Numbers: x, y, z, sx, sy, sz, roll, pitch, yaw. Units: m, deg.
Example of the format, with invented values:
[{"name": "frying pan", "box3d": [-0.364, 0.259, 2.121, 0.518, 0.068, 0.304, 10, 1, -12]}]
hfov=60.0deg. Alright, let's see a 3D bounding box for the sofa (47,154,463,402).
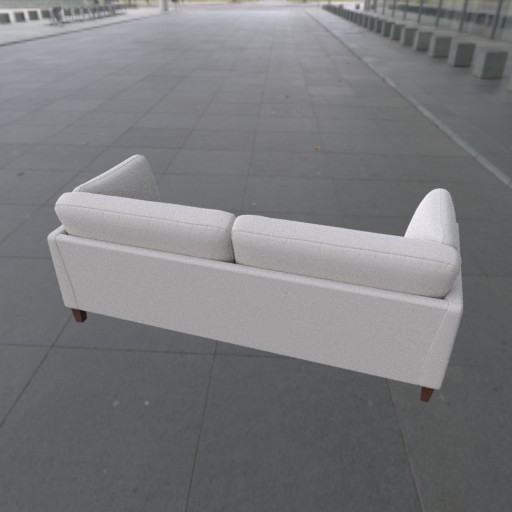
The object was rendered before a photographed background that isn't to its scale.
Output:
[{"name": "sofa", "box3d": [0.000, 0.000, 2.735, 2.301, 0.863, 0.957, 9, 32, 15]}]
